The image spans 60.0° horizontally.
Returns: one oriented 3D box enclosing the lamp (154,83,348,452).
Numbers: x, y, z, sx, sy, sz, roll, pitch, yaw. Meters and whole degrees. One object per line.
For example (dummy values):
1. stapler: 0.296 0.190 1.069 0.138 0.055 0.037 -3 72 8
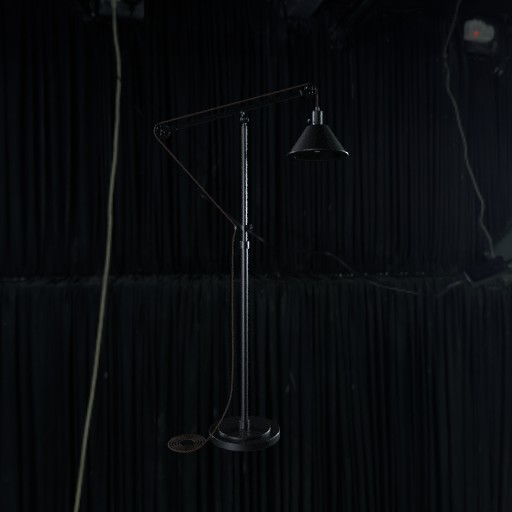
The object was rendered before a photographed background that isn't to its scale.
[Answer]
1. lamp: 0.000 0.000 2.014 0.904 1.626 0.319 0 1 -19
